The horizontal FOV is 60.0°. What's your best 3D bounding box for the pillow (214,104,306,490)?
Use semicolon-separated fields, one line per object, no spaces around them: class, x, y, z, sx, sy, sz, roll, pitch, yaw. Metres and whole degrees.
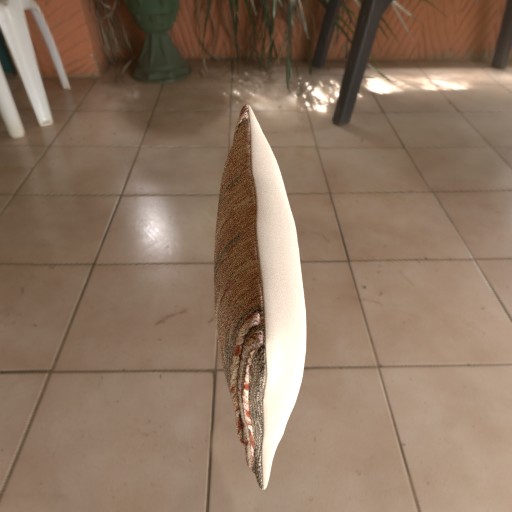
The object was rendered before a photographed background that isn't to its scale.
pillow;0.000;0.000;0.734;0.139;0.282;0.635;-2;40;-2
